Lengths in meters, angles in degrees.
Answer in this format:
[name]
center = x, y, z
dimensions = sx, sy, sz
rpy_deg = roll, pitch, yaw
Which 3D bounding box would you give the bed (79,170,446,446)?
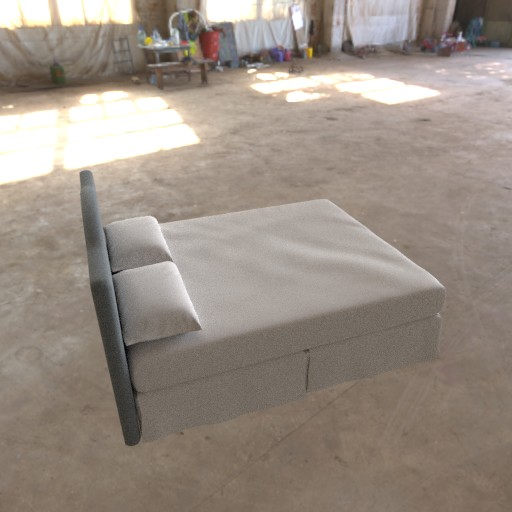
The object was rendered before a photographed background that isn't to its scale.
[bed]
center = 0.000, 0.000, 3.943
dimensions = 2.689, 1.457, 2.161
rpy_deg = -11, 32, -18
